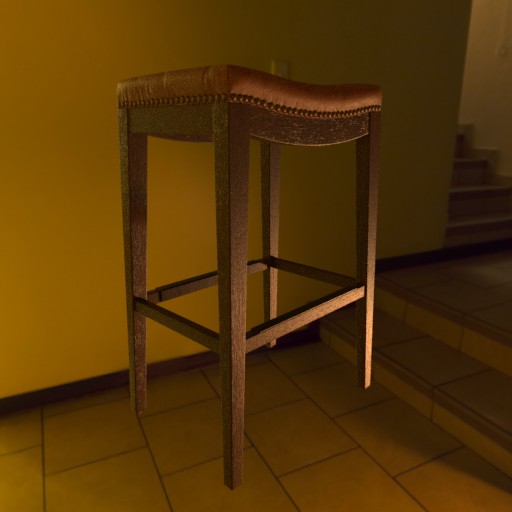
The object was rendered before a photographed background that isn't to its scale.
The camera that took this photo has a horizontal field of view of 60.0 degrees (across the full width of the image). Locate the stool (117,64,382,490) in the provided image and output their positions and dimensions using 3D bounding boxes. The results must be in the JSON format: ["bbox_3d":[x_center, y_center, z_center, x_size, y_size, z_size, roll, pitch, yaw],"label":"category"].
[{"bbox_3d":[0.000,0.000,1.026,0.361,0.759,0.500,15,21,42],"label":"stool"}]
